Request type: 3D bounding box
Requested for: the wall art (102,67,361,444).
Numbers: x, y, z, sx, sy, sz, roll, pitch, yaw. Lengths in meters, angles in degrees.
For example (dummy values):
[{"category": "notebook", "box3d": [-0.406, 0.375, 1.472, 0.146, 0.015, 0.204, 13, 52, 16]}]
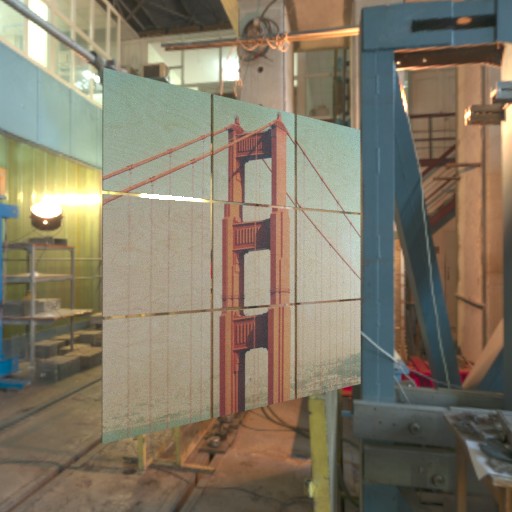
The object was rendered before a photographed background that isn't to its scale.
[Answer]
[{"category": "wall art", "box3d": [0.000, 0.000, 2.231, 1.517, 1.523, 0.013, 0, -1, -35]}]
